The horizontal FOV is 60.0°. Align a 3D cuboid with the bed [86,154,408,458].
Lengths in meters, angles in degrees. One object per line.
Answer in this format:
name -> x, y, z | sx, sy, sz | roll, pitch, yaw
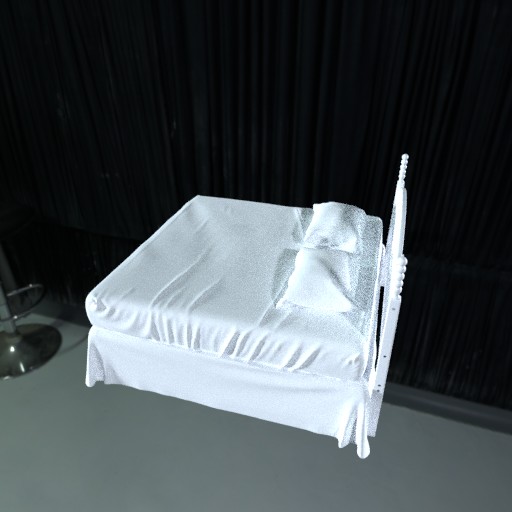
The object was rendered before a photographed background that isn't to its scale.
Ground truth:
bed -> 0.000, 0.000, 3.657 | 2.219, 1.355, 2.322 | 9, 31, 14
